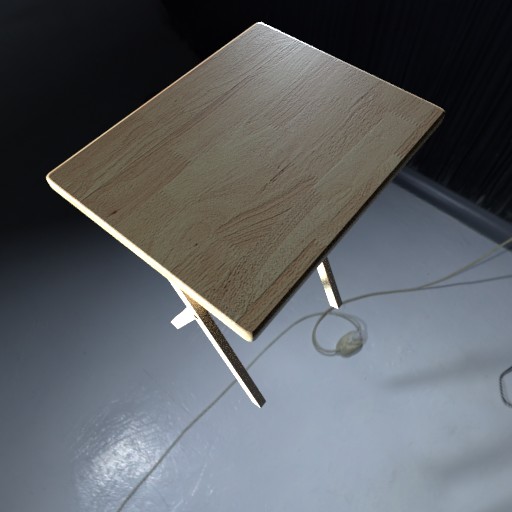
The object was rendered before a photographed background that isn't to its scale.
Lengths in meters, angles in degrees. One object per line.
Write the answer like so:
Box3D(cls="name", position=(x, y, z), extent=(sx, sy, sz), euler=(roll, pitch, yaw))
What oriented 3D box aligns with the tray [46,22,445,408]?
Box3D(cls="tray", position=(0.000, 0.000, 0.940), extent=(0.381, 0.660, 0.483), euler=(35, 65, 19))
